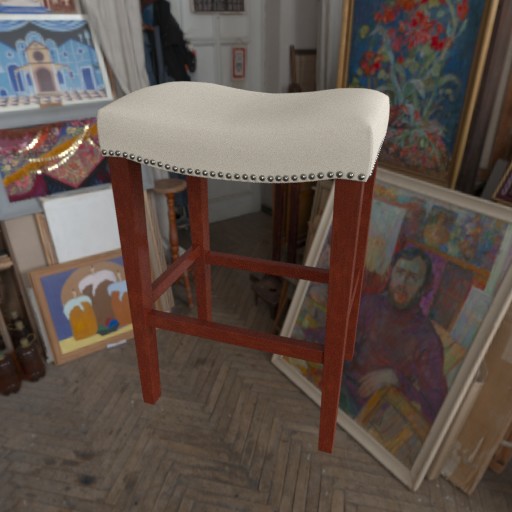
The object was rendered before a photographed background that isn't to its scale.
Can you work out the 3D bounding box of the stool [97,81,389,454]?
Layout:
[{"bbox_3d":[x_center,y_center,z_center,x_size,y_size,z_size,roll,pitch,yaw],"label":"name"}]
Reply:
[{"bbox_3d":[0.000,0.000,1.039,0.504,0.742,0.372,9,29,17],"label":"stool"}]
